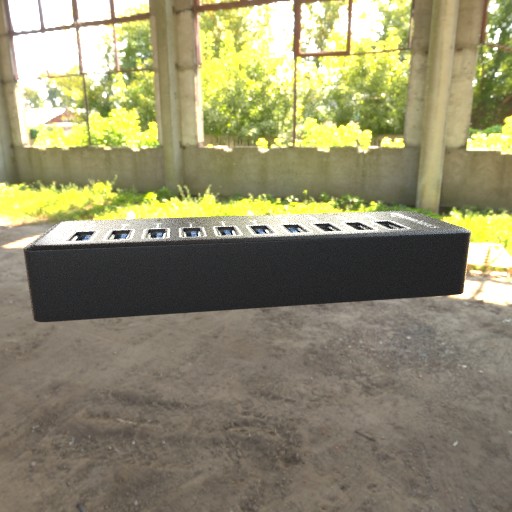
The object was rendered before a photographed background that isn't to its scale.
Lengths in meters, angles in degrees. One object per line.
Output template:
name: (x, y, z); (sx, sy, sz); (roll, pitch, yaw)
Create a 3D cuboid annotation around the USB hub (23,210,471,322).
USB hub: (0.000, 0.000, 0.162); (0.145, 0.023, 0.044); (-3, 15, -10)
